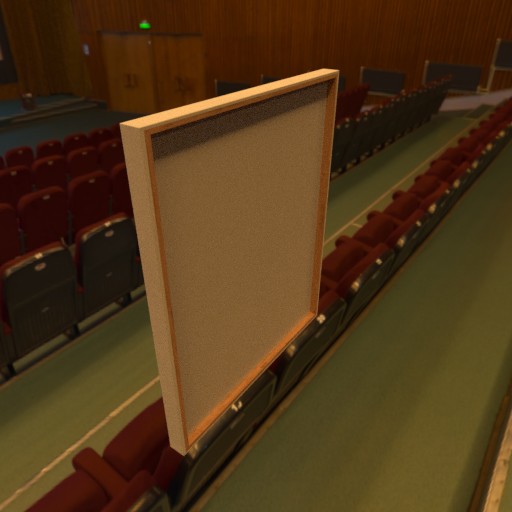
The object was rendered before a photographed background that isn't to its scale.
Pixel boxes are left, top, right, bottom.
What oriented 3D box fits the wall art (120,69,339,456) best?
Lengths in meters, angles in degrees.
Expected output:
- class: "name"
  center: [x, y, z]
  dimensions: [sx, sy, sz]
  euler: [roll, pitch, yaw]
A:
- class: "wall art"
  center: [0.000, 0.000, 0.850]
  dimensions: [0.037, 0.606, 0.508]
  euler: [20, 37, 30]
